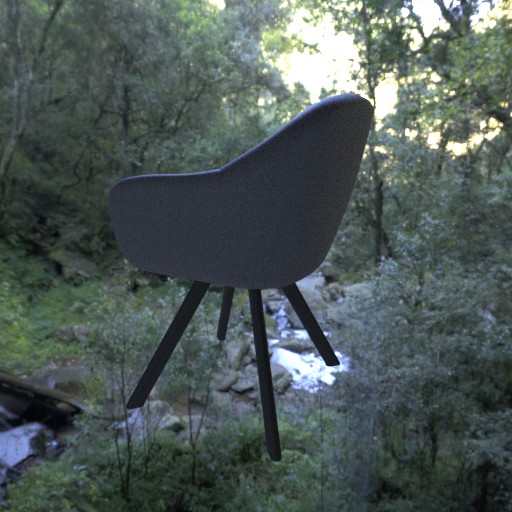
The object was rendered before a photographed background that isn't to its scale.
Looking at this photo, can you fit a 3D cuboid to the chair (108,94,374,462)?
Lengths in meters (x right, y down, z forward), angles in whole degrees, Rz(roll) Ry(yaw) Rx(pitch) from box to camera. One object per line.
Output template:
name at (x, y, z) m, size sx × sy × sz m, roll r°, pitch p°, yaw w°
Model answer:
chair at (0.000, 0.000, 1.177) m, size 0.550 × 0.795 × 0.590 m, roll 8°, pitch 18°, yaw 26°
